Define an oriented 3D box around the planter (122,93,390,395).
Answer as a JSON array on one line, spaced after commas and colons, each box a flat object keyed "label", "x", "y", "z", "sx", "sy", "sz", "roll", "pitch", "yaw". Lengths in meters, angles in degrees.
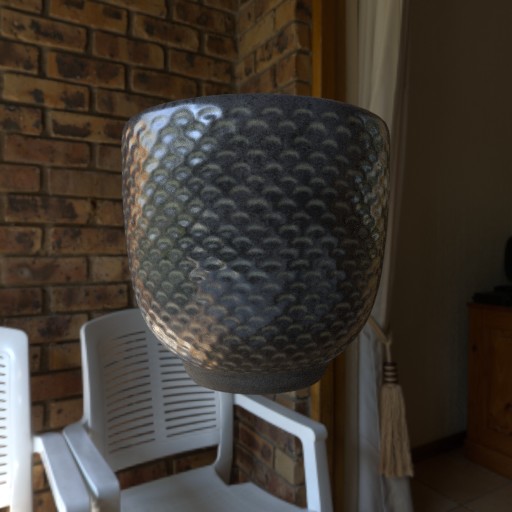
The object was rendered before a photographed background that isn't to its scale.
[{"label": "planter", "x": 0.000, "y": 0.000, "z": 0.298, "sx": 0.172, "sy": 0.160, "sz": 0.172, "roll": 0, "pitch": 1, "yaw": 0}]
